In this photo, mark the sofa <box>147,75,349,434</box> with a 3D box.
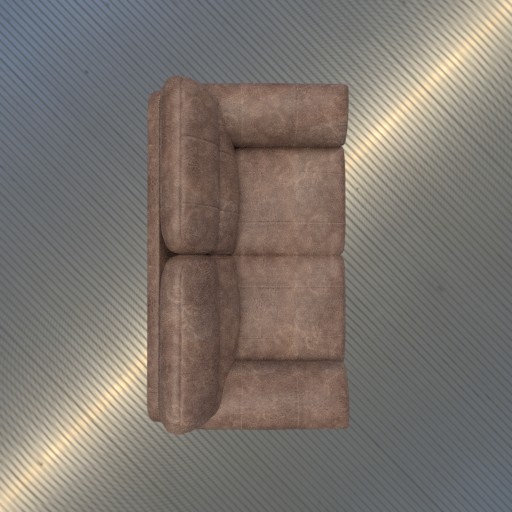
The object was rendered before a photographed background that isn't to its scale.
[{"bbox_3d":[0.000,0.000,2.343,0.991,0.991,1.753,0,89,0],"label":"sofa"}]
